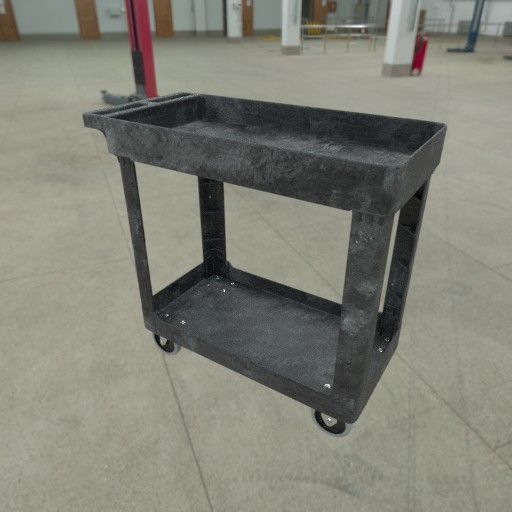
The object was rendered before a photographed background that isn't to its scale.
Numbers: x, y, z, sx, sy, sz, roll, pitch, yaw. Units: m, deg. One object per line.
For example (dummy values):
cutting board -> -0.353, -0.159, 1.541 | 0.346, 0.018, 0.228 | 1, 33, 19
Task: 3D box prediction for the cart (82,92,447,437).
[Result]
cart -> 0.000, 0.000, 1.353 | 0.877, 0.824, 0.420 | 18, 34, 28
